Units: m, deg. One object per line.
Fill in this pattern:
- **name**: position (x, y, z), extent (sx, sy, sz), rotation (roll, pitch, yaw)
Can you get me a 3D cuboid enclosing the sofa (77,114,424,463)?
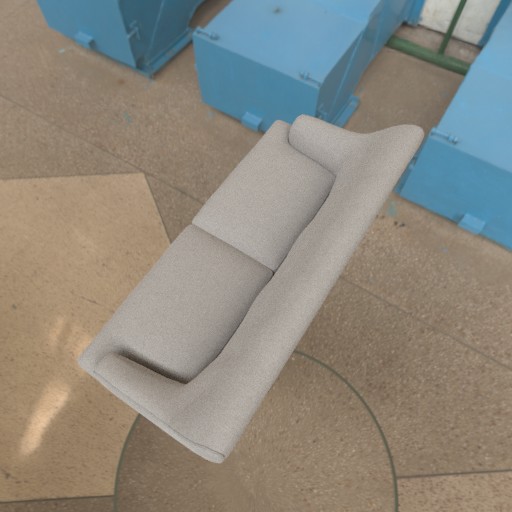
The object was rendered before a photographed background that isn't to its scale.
- **sofa**: position (0.000, 0.000, 2.542), extent (0.978, 0.871, 2.057), rotation (30, 67, 14)
